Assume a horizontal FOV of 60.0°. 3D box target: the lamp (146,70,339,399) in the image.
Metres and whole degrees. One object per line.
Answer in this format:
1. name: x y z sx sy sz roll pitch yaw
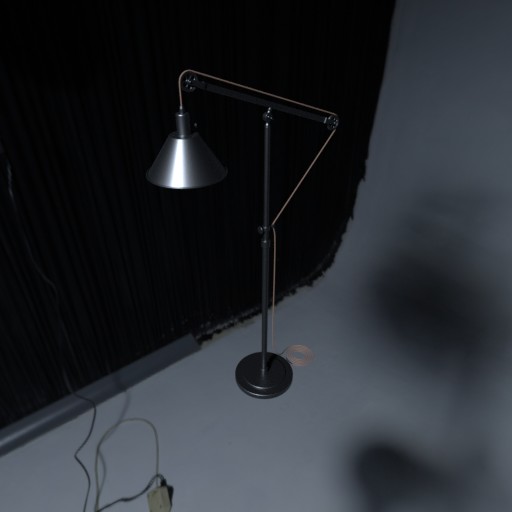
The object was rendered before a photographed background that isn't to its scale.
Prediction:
1. lamp: 0.000 0.000 2.000 0.904 1.626 0.319 -22 38 -30
